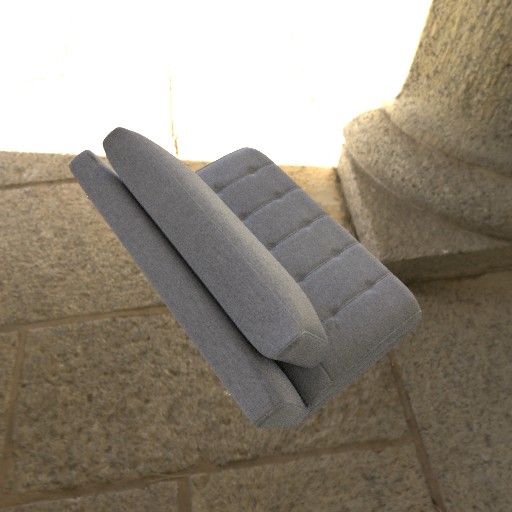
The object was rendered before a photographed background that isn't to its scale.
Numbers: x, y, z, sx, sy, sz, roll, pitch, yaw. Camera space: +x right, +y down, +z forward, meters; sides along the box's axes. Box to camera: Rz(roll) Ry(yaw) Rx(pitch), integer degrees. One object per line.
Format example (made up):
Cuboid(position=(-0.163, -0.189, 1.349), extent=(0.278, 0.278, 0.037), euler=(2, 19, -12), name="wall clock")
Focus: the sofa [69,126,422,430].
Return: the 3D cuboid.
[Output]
Cuboid(position=(0.000, 0.000, 1.874), extent=(0.910, 0.910, 1.220), euler=(-33, 64, -19), name="sofa")
